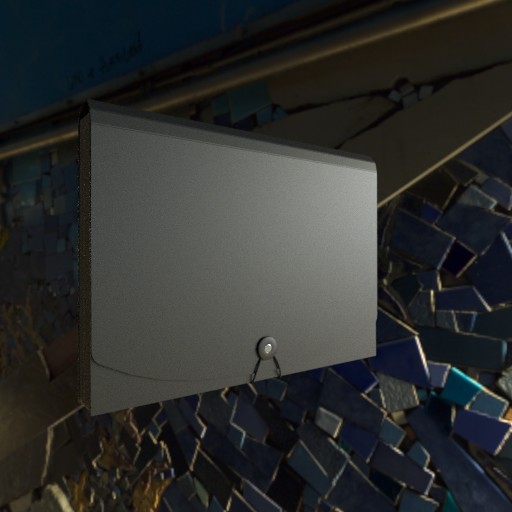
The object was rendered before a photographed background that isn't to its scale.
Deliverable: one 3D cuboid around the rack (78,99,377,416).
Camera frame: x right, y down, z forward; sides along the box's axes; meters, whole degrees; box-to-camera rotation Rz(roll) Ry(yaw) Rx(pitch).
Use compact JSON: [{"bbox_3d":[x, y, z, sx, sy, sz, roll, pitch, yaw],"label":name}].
[{"bbox_3d":[0.000,0.000,0.441,0.330,0.241,0.041,0,0,-37],"label":"rack"}]
